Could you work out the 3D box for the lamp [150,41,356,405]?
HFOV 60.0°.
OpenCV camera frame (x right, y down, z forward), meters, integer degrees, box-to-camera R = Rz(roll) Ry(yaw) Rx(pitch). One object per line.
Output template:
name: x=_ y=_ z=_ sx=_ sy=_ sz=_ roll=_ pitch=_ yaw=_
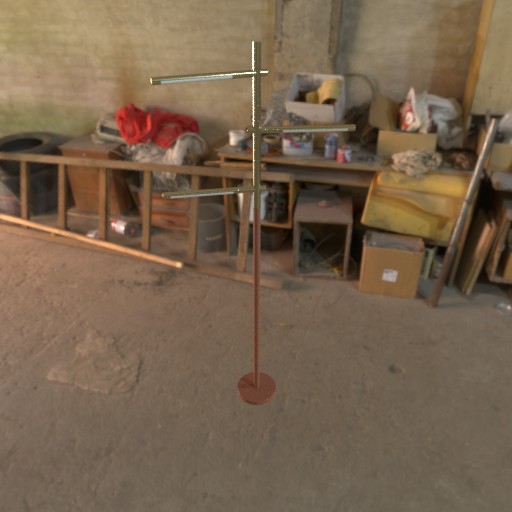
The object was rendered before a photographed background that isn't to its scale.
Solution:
lamp: x=0.000 y=0.000 z=1.947 sx=0.737 sy=1.704 sz=0.209 roll=-10 pitch=33 yaw=-16
